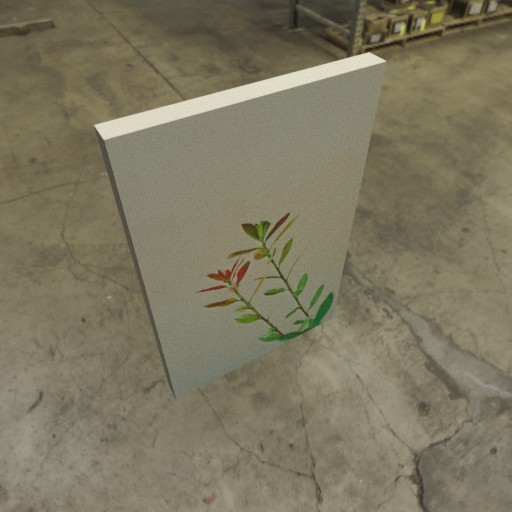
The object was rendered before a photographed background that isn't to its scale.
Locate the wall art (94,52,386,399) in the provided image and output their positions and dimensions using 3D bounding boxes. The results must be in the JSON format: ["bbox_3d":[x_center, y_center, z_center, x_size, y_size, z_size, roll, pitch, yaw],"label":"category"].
[{"bbox_3d":[0.000,0.000,0.785,0.408,0.611,0.038,-23,50,-21],"label":"wall art"}]
